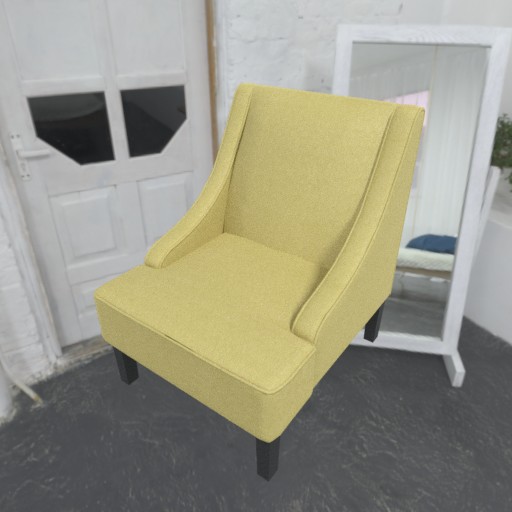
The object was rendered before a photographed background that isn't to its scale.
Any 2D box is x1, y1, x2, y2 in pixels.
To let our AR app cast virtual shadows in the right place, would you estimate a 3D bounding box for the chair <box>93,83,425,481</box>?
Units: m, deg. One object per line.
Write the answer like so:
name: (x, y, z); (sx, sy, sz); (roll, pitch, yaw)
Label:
chair: (0.000, 0.000, 1.438); (0.696, 0.896, 0.814); (21, 37, 31)
